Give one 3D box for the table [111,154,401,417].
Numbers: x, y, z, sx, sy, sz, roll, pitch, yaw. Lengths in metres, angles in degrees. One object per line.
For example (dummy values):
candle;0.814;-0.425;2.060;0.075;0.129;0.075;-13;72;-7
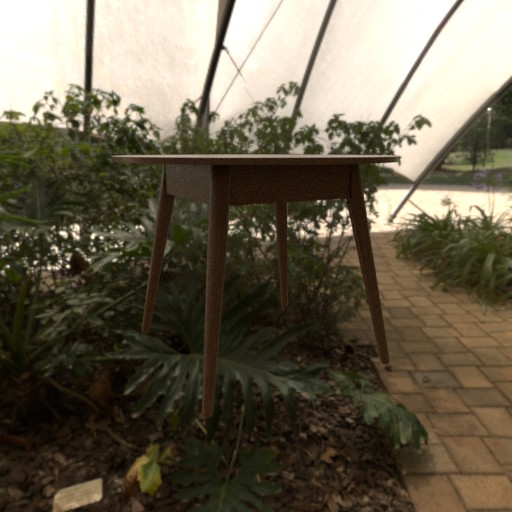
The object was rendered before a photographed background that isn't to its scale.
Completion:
table;0.000;0.000;1.781;1.053;0.786;1.053;0;13;0
